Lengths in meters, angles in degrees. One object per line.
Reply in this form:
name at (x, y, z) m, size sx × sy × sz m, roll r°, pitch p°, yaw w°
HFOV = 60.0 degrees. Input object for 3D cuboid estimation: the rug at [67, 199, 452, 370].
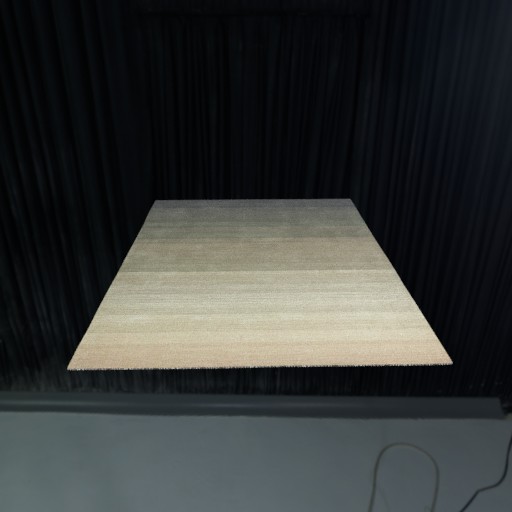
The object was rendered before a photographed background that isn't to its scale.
rug at (0.000, 0.000, 3.953) m, size 2.315 × 0.015 × 2.932 m, roll -1°, pitch 27°, yaw -1°
